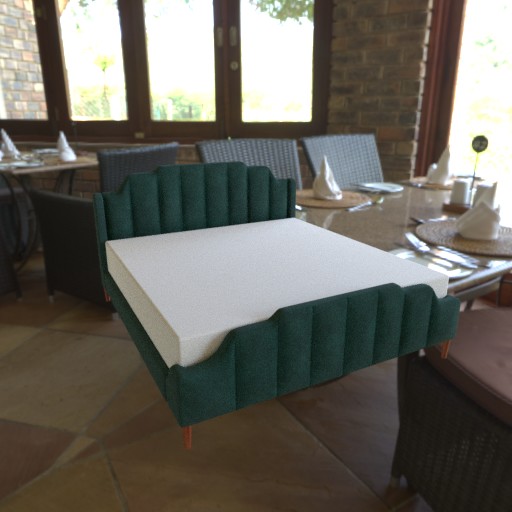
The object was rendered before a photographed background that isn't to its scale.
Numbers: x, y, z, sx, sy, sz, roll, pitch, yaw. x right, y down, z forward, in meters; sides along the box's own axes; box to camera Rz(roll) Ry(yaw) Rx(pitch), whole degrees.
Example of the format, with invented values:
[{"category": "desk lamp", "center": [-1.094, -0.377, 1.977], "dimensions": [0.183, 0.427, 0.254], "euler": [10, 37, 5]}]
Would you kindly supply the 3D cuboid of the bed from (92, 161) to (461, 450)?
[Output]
[{"category": "bed", "center": [0.000, 0.000, 3.544], "dimensions": [2.074, 1.245, 2.340], "euler": [-9, 20, -26]}]
